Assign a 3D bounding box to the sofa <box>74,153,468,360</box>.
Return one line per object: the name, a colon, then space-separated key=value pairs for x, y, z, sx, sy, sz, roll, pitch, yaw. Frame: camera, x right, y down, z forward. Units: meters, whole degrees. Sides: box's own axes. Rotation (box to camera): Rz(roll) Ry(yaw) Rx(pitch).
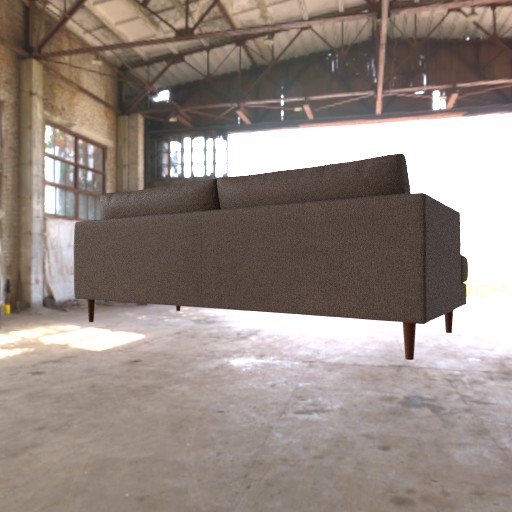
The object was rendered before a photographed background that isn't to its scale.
sofa: x=0.000 y=0.000 z=2.730 sx=2.250 sy=0.868 sz=1.020 roll=-1 pitch=-1 yaw=34
